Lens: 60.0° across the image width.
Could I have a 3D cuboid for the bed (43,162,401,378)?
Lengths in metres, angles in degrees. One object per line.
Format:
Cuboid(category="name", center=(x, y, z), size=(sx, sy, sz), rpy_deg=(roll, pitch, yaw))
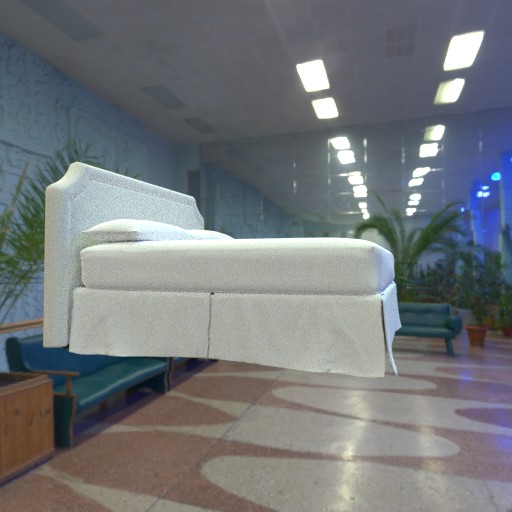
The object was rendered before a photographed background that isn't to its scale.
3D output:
Cuboid(category="bed", center=(0.000, 0.000, 3.536), size=(2.204, 1.301, 2.160), rpy_deg=(0, -1, 19))
